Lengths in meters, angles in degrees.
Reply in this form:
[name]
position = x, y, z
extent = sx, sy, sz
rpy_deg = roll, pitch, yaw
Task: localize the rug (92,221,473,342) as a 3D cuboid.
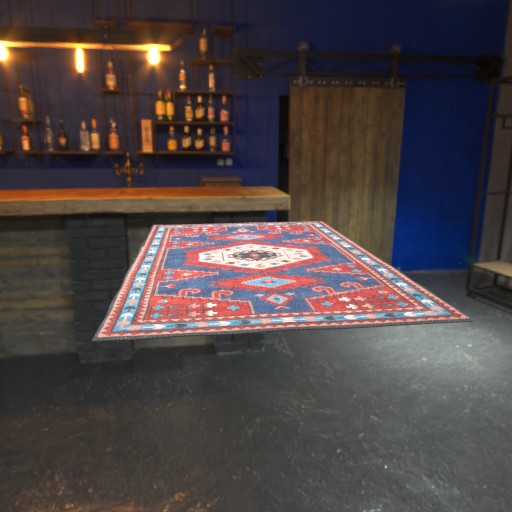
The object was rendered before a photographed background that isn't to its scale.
[rug]
position = 0.000, 0.000, 2.245
extent = 1.207, 0.012, 1.820
rpy_deg = -2, 15, -7
